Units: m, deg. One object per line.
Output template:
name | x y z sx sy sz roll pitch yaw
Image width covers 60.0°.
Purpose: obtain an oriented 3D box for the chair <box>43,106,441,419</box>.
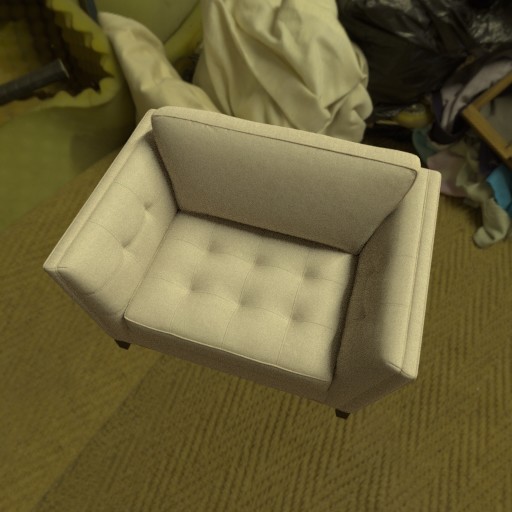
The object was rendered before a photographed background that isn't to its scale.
chair | 0.000 0.000 2.042 1.397 0.940 0.965 15 59 9
